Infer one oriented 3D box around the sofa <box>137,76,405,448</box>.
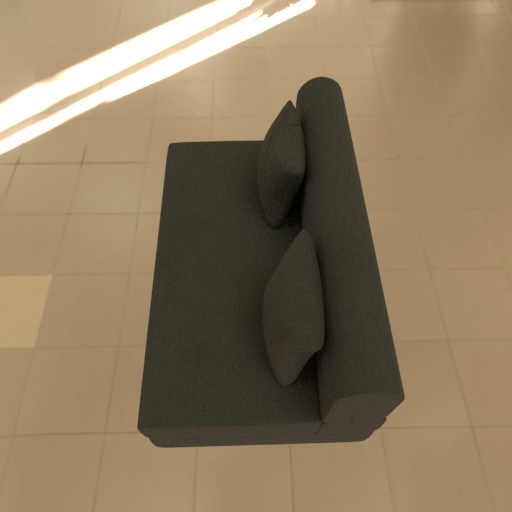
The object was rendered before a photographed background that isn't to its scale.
[{"bbox_3d":[0.000,0.000,1.670,0.762,0.670,1.225,-1,58,-1],"label":"sofa"}]
